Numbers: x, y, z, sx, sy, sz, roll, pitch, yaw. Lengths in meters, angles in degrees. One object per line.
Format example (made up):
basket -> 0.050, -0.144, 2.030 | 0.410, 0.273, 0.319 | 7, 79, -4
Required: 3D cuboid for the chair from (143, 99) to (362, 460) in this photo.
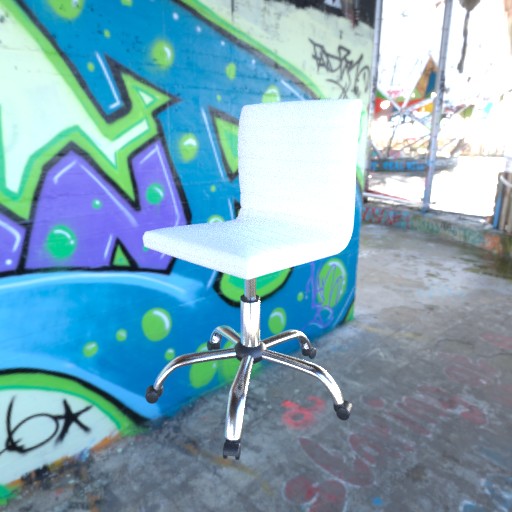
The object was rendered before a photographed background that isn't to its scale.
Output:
chair -> 0.000, 0.000, 1.161 | 0.556, 0.780, 0.530 | 15, 21, 42
